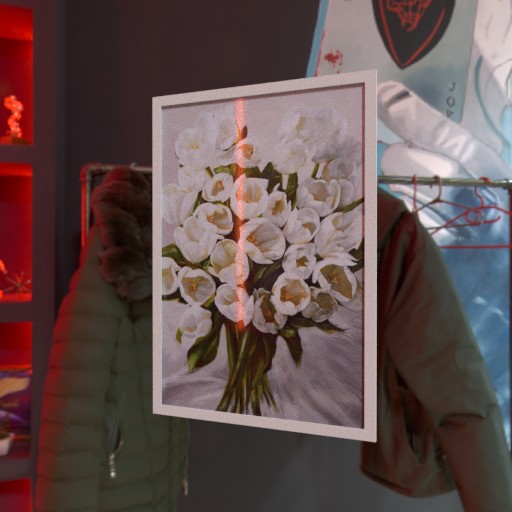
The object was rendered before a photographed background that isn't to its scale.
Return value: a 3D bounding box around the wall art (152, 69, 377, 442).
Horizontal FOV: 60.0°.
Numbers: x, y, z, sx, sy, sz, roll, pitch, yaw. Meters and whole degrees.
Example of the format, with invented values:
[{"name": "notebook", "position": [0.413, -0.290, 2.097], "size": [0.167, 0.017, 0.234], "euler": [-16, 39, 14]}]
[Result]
[{"name": "wall art", "position": [0.000, 0.000, 1.257], "size": [0.660, 0.965, 0.015], "euler": [0, 0, 18]}]
